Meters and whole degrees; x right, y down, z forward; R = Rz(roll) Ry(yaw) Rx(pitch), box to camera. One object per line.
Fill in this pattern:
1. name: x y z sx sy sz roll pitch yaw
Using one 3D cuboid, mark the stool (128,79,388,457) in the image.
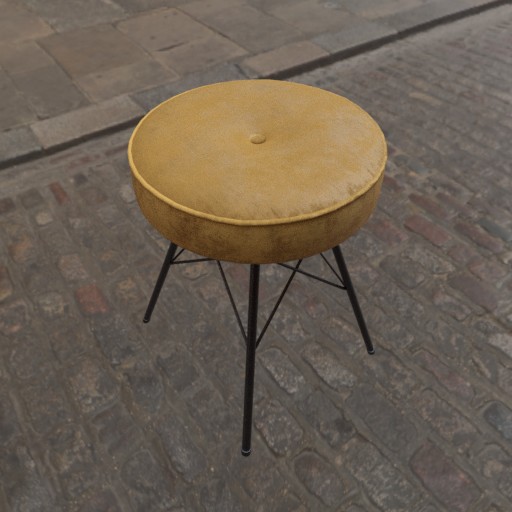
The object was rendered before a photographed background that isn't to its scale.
1. stool: 0.000 0.000 0.936 0.438 0.595 0.472 -28 53 -24
